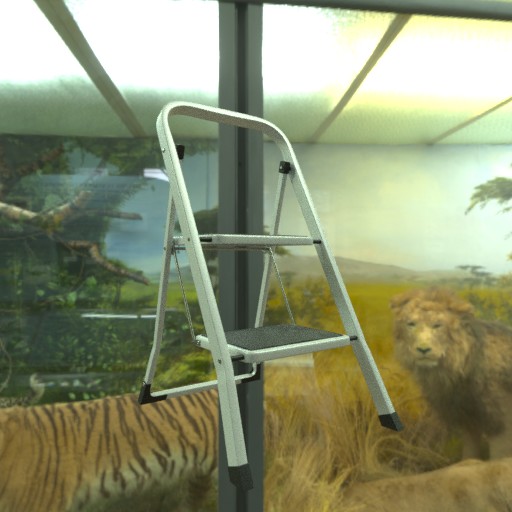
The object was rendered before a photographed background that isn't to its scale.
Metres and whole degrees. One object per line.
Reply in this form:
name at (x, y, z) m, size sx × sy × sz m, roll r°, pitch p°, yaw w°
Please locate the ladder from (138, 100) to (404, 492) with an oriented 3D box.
ladder at (0.000, 0.000, 1.115) m, size 0.460 × 0.810 × 0.544 m, roll 0°, pitch 1°, yaw -36°
